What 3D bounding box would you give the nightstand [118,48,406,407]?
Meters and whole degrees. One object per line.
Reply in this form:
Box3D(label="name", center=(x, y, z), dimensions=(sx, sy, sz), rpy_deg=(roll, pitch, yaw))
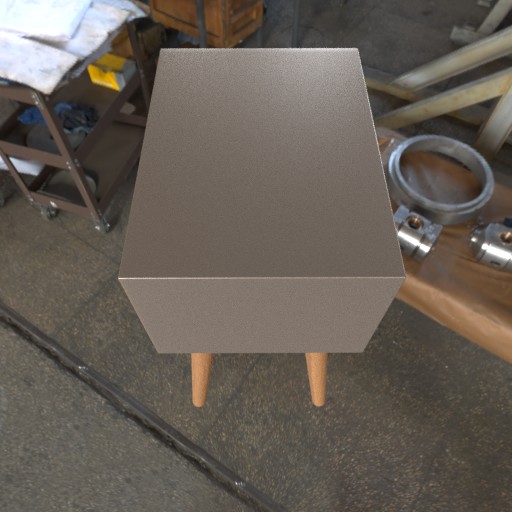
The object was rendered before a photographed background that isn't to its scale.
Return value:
Box3D(label="nightstand", center=(0.000, 0.000, 0.738), dimensions=(0.288, 0.508, 0.370), rpy_deg=(0, 58, 0))
